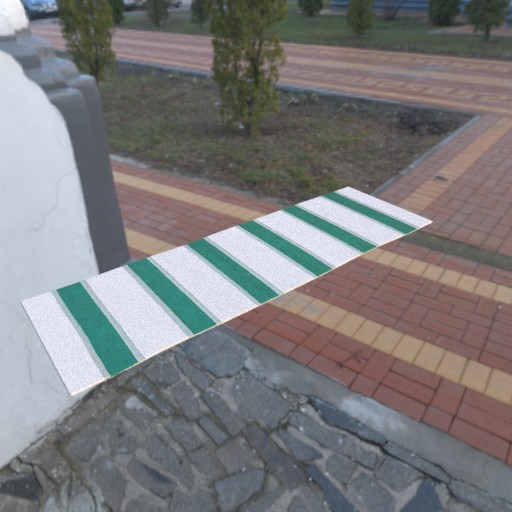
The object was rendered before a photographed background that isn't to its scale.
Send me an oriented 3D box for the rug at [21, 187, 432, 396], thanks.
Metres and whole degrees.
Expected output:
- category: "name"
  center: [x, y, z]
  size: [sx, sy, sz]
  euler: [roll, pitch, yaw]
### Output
- category: "rug"
  center: [0.000, 0.000, 2.630]
  size: [2.438, 0.012, 0.768]
  euler: [-22, 38, -31]
